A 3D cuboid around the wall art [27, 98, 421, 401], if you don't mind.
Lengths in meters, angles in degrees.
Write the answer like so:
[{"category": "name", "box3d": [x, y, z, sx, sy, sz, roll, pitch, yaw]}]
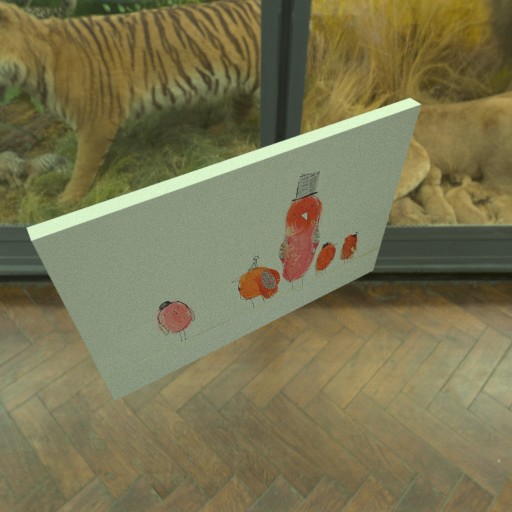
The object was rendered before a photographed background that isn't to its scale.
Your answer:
[{"category": "wall art", "box3d": [0.000, 0.000, 1.148, 0.914, 0.609, 0.038, -24, 51, -21]}]
